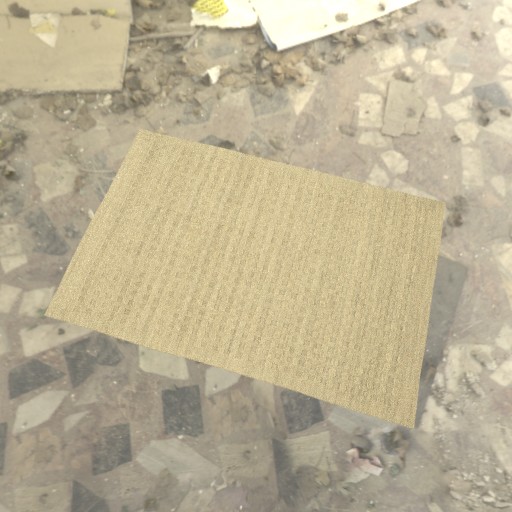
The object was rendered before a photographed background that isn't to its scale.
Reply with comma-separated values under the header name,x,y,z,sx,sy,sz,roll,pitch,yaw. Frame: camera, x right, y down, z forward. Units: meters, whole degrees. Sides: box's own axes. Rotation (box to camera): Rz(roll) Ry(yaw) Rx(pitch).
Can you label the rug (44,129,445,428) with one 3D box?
name,x,y,z,sx,sy,sz,roll,pitch,yaw
rug,0.000,0.000,2.915,2.297,0.018,1.532,15,66,7
